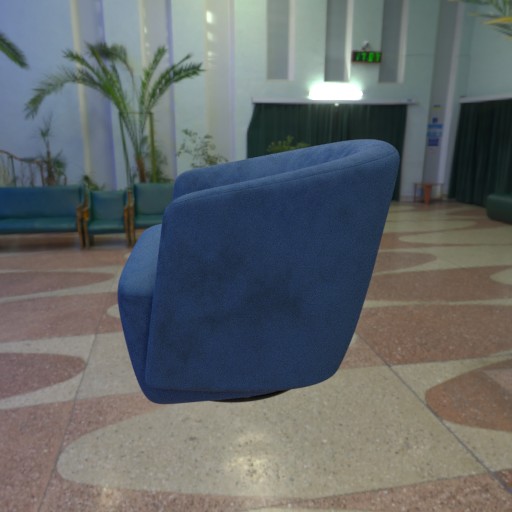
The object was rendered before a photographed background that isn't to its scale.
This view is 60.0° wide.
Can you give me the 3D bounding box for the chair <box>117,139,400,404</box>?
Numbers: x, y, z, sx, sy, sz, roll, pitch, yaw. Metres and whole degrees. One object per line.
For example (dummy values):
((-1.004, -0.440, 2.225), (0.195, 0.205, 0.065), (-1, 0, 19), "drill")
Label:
((0.000, 0.000, 1.372), (0.767, 0.698, 0.773), (-2, 15, -8), "chair")
